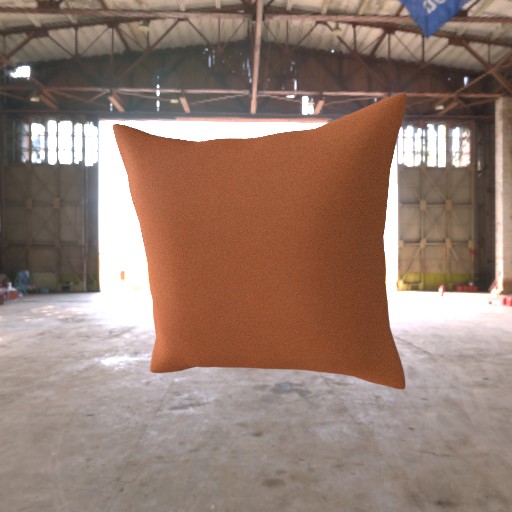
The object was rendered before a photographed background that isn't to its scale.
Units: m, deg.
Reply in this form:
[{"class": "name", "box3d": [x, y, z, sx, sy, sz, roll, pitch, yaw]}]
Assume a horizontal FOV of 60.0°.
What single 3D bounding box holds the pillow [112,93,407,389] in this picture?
[{"class": "pillow", "box3d": [0.000, 0.000, 0.704, 0.453, 0.430, 0.200, 0, 0, 18]}]
